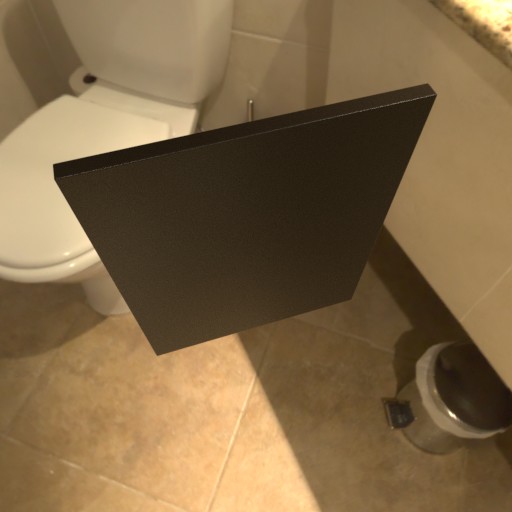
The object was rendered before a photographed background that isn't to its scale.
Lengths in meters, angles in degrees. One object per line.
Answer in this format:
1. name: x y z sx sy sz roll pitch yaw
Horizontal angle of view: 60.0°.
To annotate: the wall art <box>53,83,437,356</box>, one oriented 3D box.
1. wall art: 0.000 0.000 1.573 0.950 1.194 0.053 -15 60 -9
